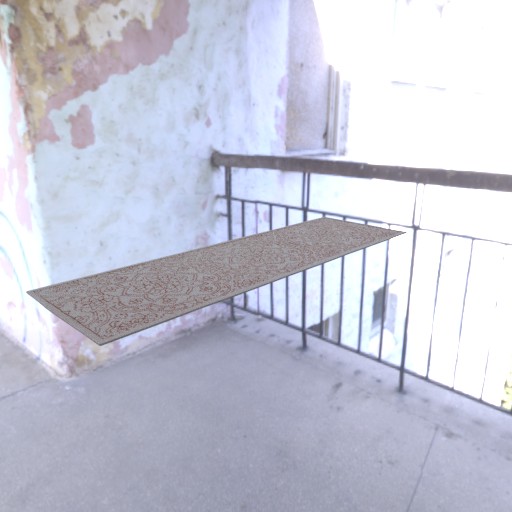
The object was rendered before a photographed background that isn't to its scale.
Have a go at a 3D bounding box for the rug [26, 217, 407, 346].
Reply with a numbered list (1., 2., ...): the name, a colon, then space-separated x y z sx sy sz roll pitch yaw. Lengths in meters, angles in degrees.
1. rug: 0.000 0.000 2.743 0.769 0.012 2.448 16 23 42
